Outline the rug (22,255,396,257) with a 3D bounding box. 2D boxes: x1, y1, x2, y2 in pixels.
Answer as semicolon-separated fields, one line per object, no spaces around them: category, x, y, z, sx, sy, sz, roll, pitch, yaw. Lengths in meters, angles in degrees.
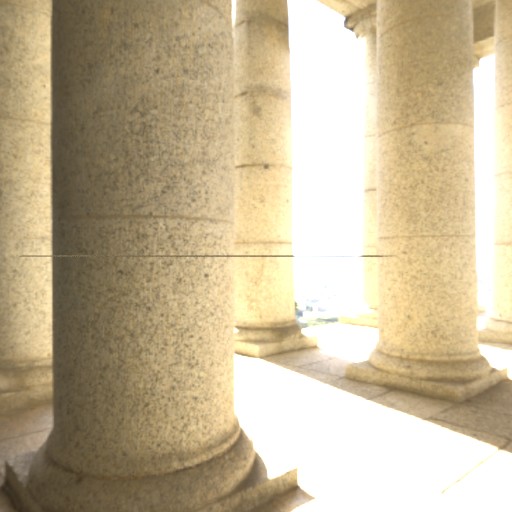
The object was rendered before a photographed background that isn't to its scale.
rug;0.000;0.000;3.998;2.380;0.008;2.977;0;0;19
